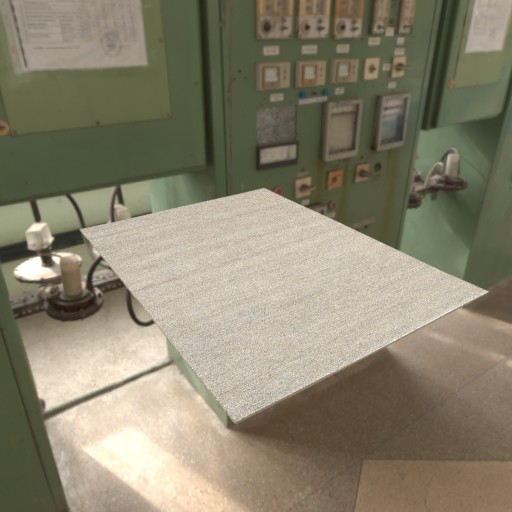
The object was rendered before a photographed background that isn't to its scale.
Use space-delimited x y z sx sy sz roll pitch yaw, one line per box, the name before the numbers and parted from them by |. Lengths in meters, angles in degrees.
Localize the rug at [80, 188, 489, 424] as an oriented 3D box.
rug | 0.000 0.000 4.741 2.757 0.051 3.626 -17 32 -30
